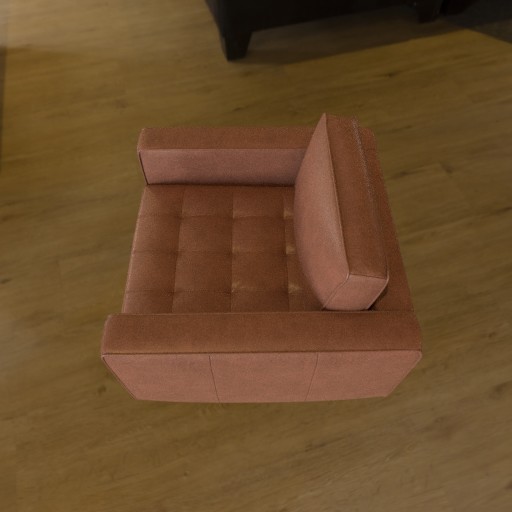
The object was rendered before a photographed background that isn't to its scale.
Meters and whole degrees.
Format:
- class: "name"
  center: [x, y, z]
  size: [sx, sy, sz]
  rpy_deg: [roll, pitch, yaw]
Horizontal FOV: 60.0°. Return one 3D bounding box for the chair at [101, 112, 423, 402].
- class: "chair"
  center: [0.000, 0.000, 1.559]
  size: [0.900, 0.770, 0.920]
  rpy_deg: [-1, 57, 0]
